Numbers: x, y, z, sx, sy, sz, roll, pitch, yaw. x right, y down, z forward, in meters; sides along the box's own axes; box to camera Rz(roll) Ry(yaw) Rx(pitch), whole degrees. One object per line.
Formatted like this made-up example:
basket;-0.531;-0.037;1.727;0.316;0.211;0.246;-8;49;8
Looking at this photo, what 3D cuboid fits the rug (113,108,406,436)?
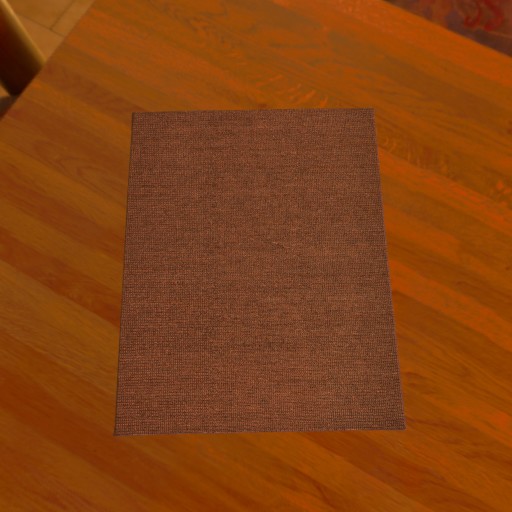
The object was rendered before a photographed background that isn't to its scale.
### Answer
rug;0.000;0.000;4.094;2.456;0.021;3.068;-1;75;0
